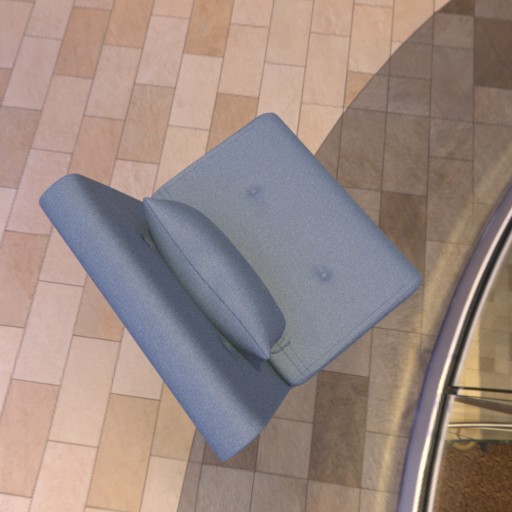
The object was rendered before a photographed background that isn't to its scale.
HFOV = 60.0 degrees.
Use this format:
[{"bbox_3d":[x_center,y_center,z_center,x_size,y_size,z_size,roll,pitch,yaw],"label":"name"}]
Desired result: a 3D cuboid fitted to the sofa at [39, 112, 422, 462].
[{"bbox_3d":[0.000,0.000,1.746,0.996,0.860,0.999,-37,78,-9],"label":"sofa"}]
